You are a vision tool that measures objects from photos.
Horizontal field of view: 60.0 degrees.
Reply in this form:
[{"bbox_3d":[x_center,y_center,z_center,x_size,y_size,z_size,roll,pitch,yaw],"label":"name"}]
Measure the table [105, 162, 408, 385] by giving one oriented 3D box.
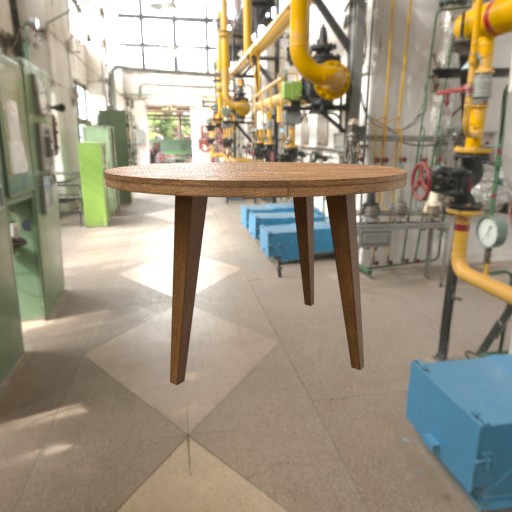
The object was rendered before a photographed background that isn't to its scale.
[{"bbox_3d":[0.000,0.000,1.964,1.213,0.764,1.213,0,14,0],"label":"table"}]
